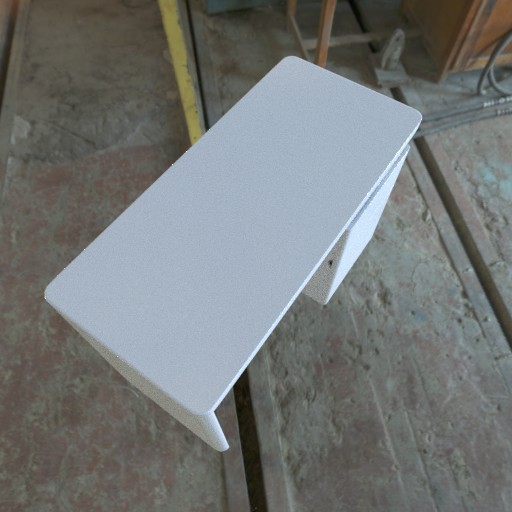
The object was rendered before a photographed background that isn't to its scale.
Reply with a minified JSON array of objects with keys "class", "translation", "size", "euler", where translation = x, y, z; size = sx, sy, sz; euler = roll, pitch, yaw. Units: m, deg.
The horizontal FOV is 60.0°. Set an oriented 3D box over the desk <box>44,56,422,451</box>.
[{"class":"desk","translation":[0.000,0.000,1.651],"size":[0.550,0.760,1.200],"euler":[32,65,17]}]
